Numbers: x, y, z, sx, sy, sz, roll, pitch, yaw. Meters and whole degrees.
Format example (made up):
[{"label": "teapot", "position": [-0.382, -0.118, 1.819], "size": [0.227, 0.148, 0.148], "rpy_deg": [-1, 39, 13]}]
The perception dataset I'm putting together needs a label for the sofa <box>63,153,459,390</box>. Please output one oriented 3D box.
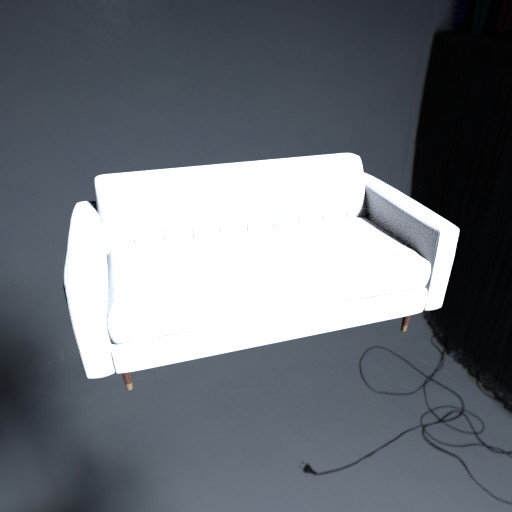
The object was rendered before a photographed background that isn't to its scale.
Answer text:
[{"label": "sofa", "position": [0.000, 0.000, 2.476], "size": [1.895, 0.814, 0.969], "rpy_deg": [-8, 30, -15]}]
